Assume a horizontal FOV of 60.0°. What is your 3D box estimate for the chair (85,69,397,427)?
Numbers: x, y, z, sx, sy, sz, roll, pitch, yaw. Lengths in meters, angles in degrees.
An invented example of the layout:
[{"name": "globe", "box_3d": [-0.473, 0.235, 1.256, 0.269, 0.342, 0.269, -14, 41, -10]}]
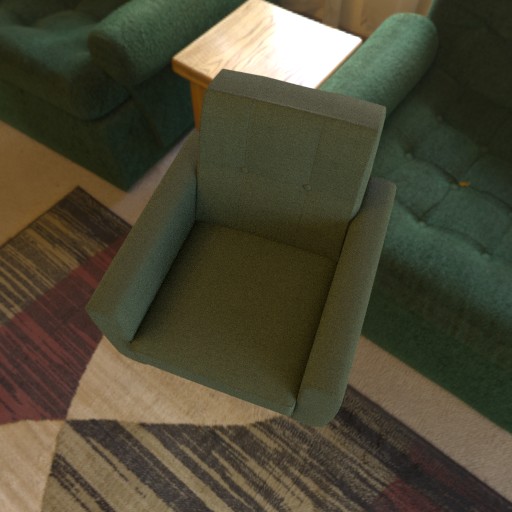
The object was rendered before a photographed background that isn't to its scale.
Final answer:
[{"name": "chair", "box_3d": [0.000, 0.000, 1.597, 0.831, 0.841, 0.909, 17, 60, 10]}]
